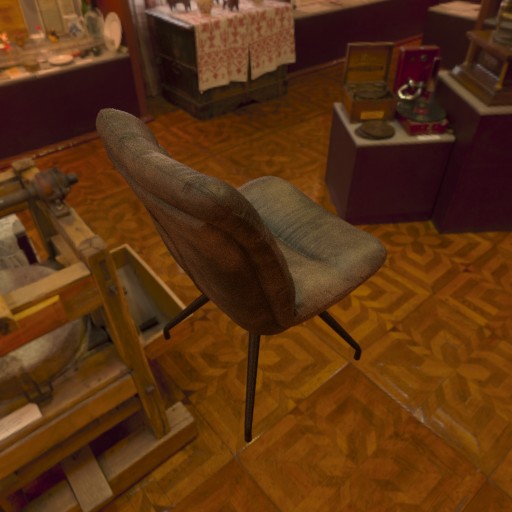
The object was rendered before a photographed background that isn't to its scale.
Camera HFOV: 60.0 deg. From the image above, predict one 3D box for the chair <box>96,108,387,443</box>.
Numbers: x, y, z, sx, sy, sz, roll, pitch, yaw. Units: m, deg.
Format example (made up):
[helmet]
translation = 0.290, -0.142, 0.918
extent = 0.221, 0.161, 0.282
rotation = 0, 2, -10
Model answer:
[chair]
translation = 0.000, 0.000, 1.260
extent = 0.622, 0.870, 0.549
rotation = -27, 48, -28
